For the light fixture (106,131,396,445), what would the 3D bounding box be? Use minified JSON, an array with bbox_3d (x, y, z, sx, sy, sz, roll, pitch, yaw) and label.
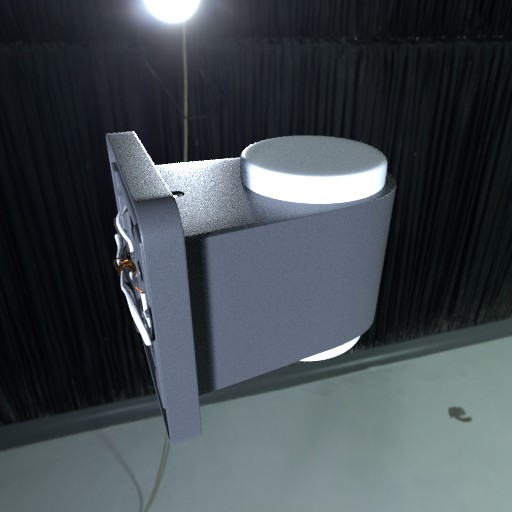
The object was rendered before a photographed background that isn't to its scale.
[{"bbox_3d":[0.000,0.000,0.217,0.132,0.109,0.109,-11,32,-19],"label":"light fixture"}]
